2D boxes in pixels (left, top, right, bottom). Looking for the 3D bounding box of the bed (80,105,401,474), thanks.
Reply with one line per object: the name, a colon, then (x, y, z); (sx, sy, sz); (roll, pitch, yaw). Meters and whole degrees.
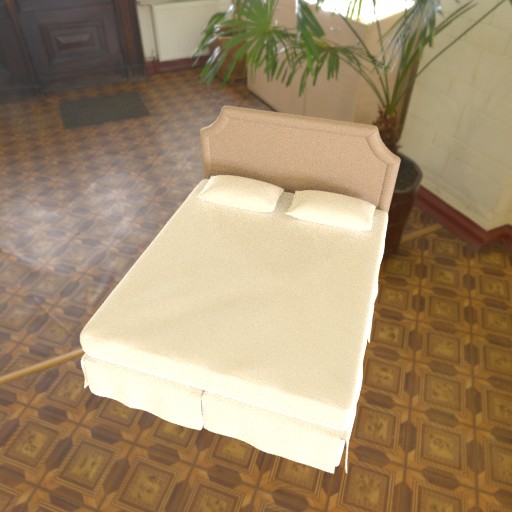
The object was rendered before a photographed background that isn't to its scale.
bed: (0.000, 0.000, 4.107); (2.350, 1.590, 2.773); (12, 43, 14)
